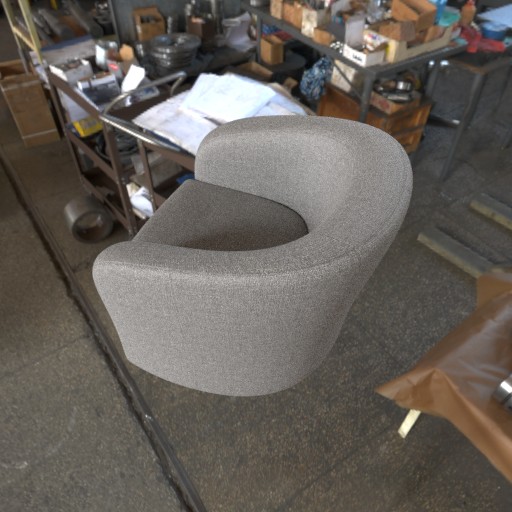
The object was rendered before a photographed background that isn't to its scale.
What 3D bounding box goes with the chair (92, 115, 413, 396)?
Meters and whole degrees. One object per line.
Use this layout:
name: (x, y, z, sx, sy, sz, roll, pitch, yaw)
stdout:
chair: (0.000, 0.000, 1.443, 0.815, 0.771, 0.791, 16, 48, 15)
